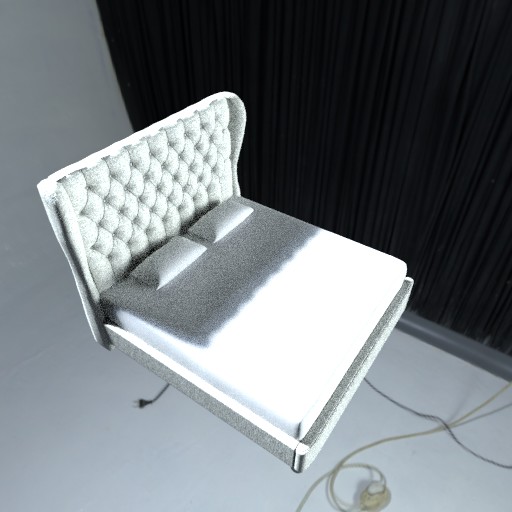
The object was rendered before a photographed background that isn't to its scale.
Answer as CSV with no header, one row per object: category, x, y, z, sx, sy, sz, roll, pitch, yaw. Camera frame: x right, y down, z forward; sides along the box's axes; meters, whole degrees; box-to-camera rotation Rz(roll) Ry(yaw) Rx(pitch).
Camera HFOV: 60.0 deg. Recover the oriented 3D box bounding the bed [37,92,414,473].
bed,0.000,0.000,3.866,2.347,1.771,2.219,25,47,26
